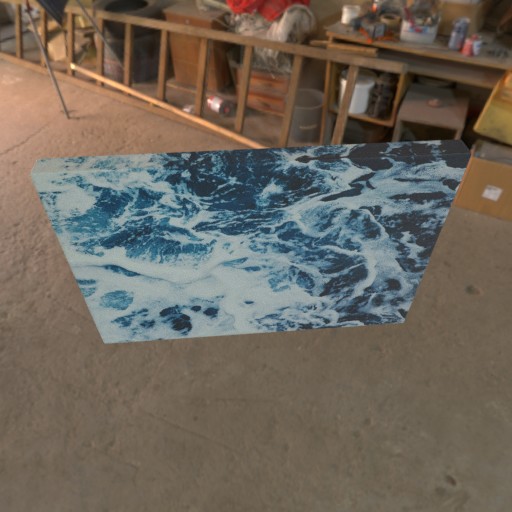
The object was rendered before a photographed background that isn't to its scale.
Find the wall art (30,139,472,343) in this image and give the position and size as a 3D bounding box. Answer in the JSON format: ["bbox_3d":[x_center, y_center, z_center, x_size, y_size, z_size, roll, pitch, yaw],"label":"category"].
[{"bbox_3d":[0.000,0.000,0.767,0.609,0.407,0.043,-3,46,-3],"label":"wall art"}]
